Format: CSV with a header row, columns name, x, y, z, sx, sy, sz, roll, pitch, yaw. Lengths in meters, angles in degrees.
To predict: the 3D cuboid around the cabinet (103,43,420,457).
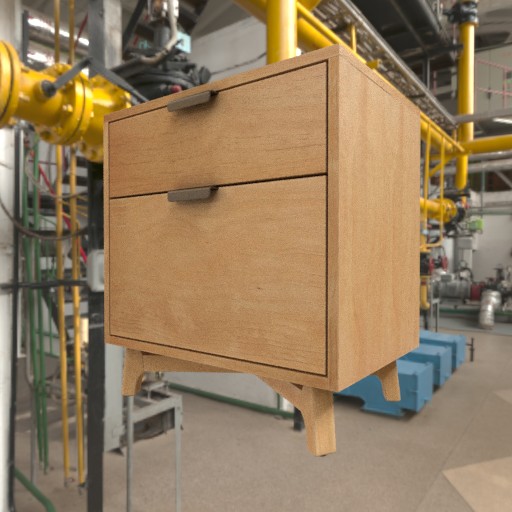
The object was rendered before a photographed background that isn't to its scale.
name,x,y,z,sx,sy,sz,roll,pitch,yaw
cabinet,0.000,0.000,0.924,0.551,0.599,0.394,1,1,37
